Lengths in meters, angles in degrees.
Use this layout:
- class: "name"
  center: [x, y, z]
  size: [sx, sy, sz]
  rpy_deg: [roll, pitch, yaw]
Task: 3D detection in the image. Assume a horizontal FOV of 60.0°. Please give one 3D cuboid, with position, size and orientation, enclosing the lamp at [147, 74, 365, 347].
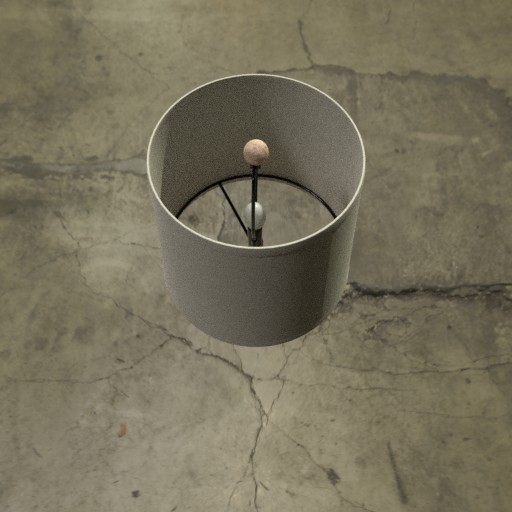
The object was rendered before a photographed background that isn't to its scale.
- class: "lamp"
  center: [0.000, 0.000, 0.654]
  size: [0.273, 0.497, 0.273]
  rpy_deg: [0, 64, 0]
